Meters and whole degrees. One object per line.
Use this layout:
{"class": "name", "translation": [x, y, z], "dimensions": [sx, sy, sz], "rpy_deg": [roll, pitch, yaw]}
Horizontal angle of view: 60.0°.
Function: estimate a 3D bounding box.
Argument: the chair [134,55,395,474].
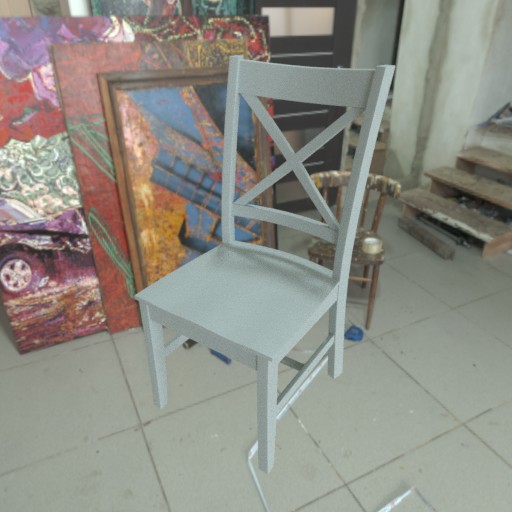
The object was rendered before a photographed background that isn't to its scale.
{"class": "chair", "translation": [0.000, 0.000, 1.257], "dimensions": [0.485, 0.983, 0.542], "rpy_deg": [18, 34, 29]}
